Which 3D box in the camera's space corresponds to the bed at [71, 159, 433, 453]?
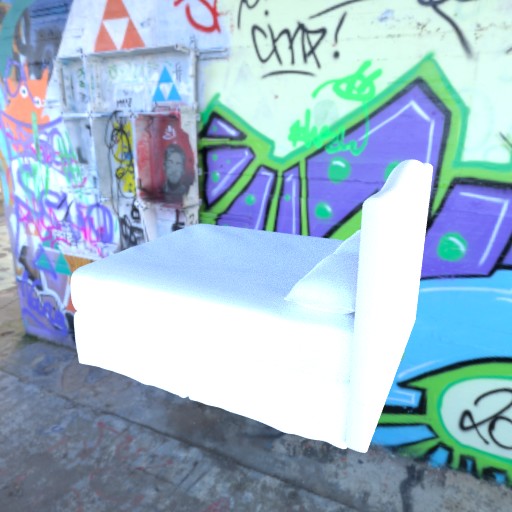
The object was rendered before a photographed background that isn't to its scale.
[{"bbox_3d":[0.000,0.000,3.248,2.143,1.460,1.753,8,19,25],"label":"bed"}]
